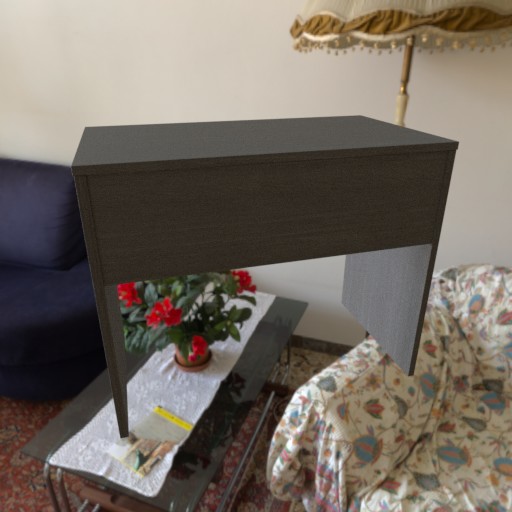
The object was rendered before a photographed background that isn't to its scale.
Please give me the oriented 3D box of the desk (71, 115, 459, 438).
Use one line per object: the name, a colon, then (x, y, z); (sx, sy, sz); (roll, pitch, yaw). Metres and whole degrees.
desk: (0.000, 0.000, 1.342); (0.893, 0.724, 0.498); (-7, 26, -15)
